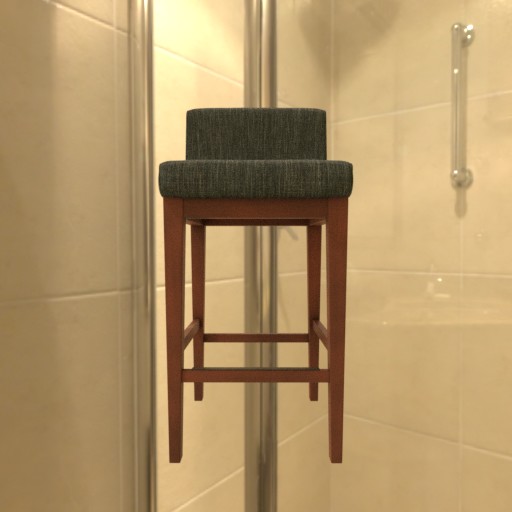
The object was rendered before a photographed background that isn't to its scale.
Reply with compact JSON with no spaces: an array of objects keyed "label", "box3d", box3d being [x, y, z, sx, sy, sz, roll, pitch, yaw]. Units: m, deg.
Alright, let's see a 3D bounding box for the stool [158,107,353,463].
[{"label":"stool","box3d":[0.000,0.000,1.096,0.395,0.835,0.459,0,1,0]}]
